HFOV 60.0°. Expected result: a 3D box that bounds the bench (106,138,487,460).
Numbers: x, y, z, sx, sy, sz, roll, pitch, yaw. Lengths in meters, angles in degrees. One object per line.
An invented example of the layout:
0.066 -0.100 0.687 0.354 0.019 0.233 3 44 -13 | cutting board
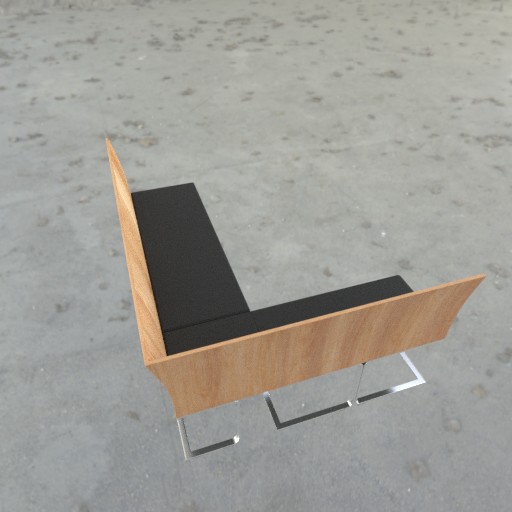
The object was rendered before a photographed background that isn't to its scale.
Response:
0.000 0.000 2.776 1.495 0.930 1.945 -12 42 -14 | bench
